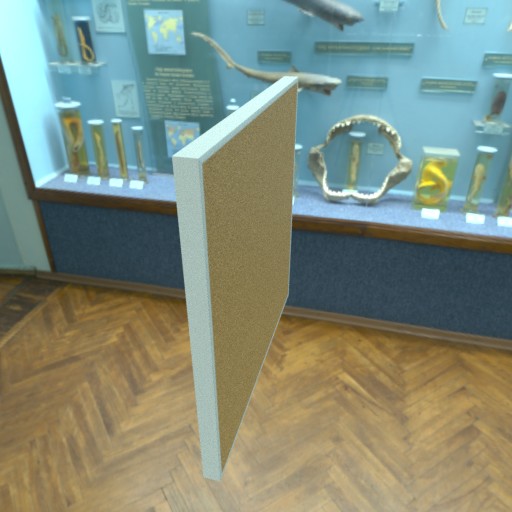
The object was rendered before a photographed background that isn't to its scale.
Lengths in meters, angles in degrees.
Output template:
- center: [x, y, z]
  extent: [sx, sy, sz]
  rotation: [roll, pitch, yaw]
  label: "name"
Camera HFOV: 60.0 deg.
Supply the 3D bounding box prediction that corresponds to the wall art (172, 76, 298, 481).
- center: [0.000, 0.000, 1.151]
  extent: [0.041, 0.765, 0.768]
  rotation: [8, 31, 13]
  label: "wall art"
